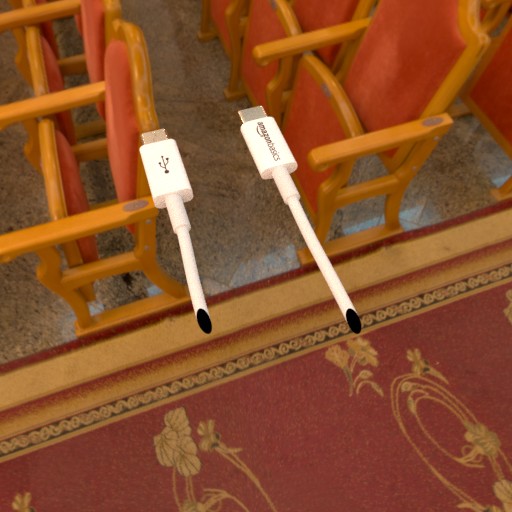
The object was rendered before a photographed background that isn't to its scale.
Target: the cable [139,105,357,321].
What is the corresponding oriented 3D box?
[{"bbox_3d":[0.000,0.000,0.109,0.040,0.006,0.098,-16,61,-9],"label":"cable"}]
